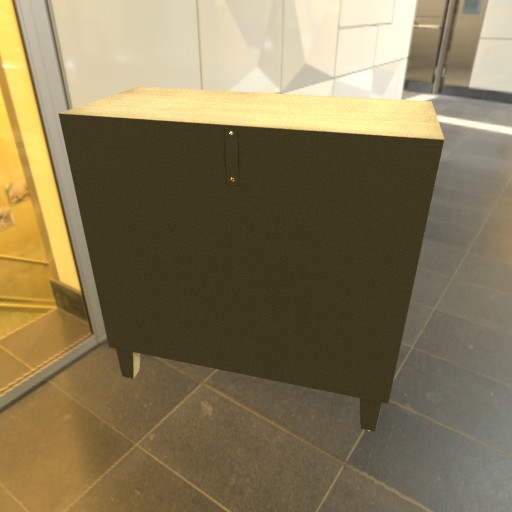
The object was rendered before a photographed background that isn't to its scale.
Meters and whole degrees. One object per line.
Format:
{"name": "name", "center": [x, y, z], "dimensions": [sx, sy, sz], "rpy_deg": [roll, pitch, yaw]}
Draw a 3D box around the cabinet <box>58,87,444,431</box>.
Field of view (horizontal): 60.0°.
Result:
{"name": "cabinet", "center": [0.000, 0.000, 1.209], "dimensions": [0.781, 0.787, 0.370], "rpy_deg": [8, 31, 13]}
